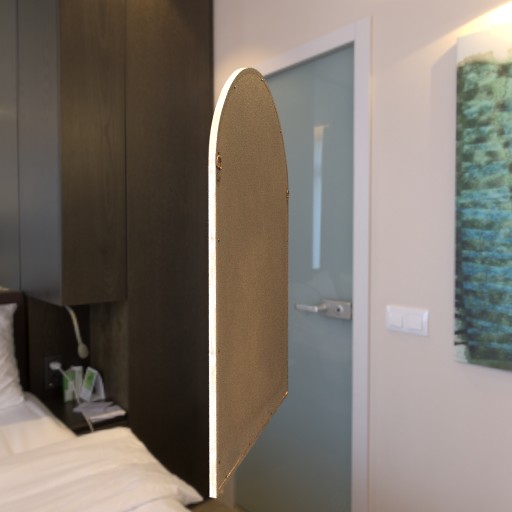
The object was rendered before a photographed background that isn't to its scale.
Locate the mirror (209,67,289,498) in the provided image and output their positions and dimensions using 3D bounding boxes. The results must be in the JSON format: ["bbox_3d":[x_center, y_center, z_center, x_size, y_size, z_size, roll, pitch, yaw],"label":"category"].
[{"bbox_3d":[0.000,0.000,1.135,0.032,0.915,0.609,1,2,17],"label":"mirror"}]
